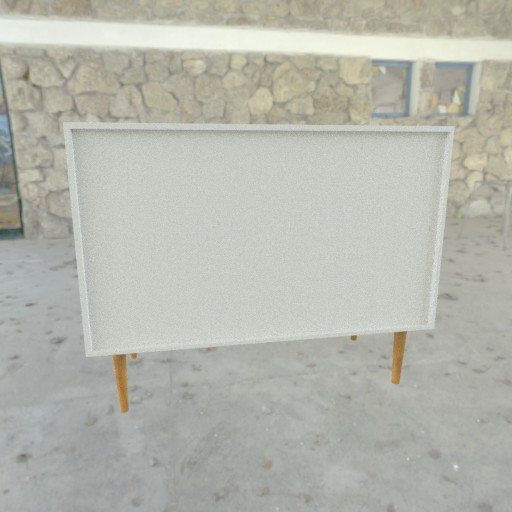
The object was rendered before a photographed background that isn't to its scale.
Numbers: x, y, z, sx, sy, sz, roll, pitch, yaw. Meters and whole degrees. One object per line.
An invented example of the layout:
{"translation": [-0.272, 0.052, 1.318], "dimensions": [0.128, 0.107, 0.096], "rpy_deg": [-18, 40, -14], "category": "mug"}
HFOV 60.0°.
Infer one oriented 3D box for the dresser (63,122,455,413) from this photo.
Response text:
{"translation": [0.000, 0.000, 1.307], "dimensions": [0.905, 0.721, 0.457], "rpy_deg": [-3, 14, -10], "category": "dresser"}
